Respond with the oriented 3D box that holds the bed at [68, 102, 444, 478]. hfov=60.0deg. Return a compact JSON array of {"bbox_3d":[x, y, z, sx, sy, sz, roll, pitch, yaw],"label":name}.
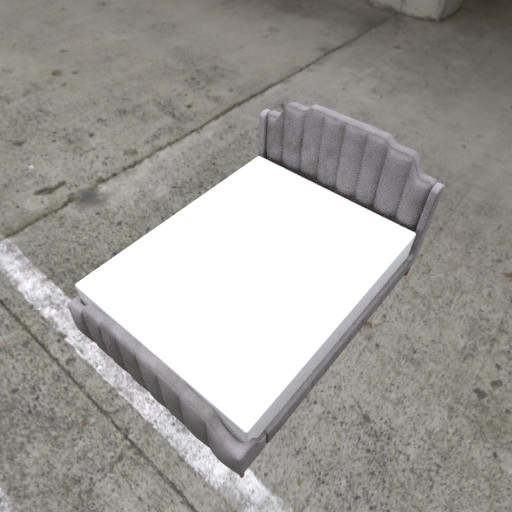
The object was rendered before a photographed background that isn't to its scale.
[{"bbox_3d":[0.000,0.000,3.301,1.676,1.245,2.340,32,55,26],"label":"bed"}]
